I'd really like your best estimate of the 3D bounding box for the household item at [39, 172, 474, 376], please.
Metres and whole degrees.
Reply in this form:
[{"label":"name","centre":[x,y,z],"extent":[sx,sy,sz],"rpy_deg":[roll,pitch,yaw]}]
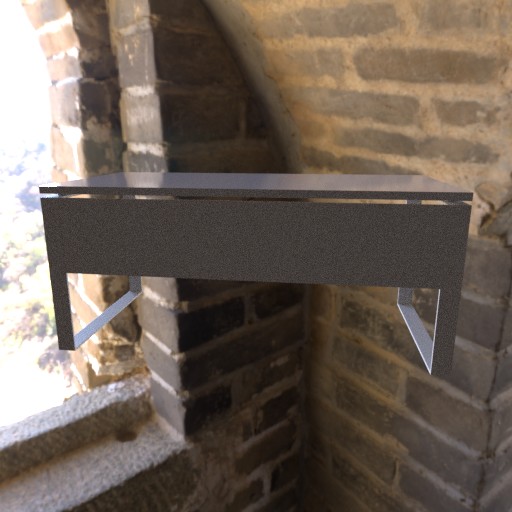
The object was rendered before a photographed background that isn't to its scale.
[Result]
[{"label":"household item","centre":[0.000,0.000,2.194],"extent":[1.700,0.745,0.800],"rpy_deg":[2,15,8]}]
